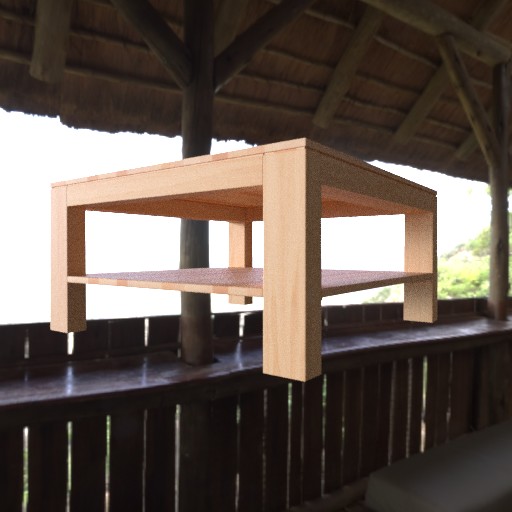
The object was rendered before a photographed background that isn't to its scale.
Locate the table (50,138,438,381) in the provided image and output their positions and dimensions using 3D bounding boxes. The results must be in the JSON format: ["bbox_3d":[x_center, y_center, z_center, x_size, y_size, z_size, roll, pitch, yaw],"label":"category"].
[{"bbox_3d":[0.000,0.000,1.445,0.900,0.450,0.900,1,1,37],"label":"table"}]
